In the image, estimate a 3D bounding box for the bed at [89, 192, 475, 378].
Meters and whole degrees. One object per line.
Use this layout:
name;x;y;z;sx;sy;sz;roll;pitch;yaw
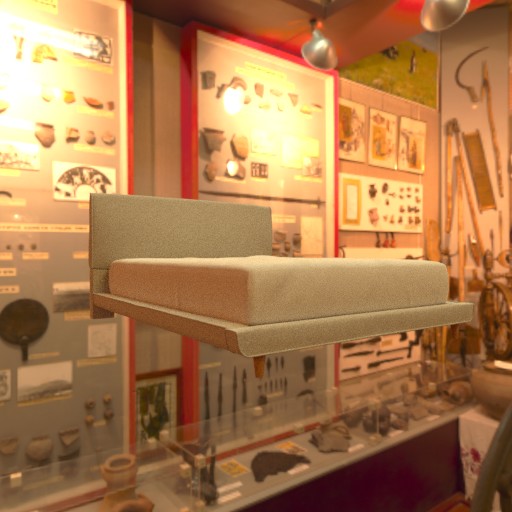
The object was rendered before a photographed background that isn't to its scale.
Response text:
bed;0.000;0.000;3.533;1.980;1.126;2.498;0;0;-35
